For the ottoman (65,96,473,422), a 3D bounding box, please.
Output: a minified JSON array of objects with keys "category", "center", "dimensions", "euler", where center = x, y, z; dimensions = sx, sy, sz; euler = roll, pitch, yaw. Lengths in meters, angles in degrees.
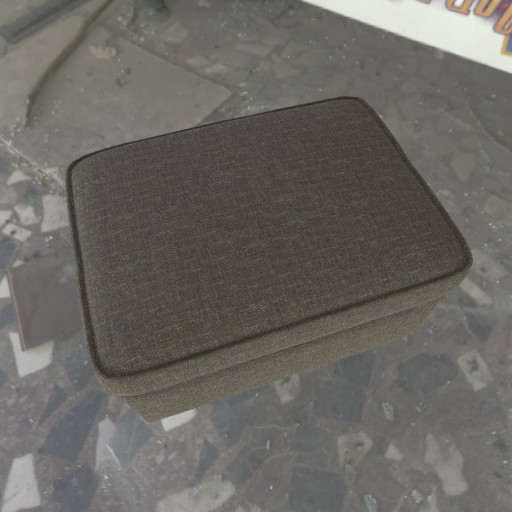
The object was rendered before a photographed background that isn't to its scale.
[{"category":"ottoman","center":[0.000,0.000,1.069],"dimensions":[0.749,0.450,0.549],"euler":[-16,60,-10]}]
